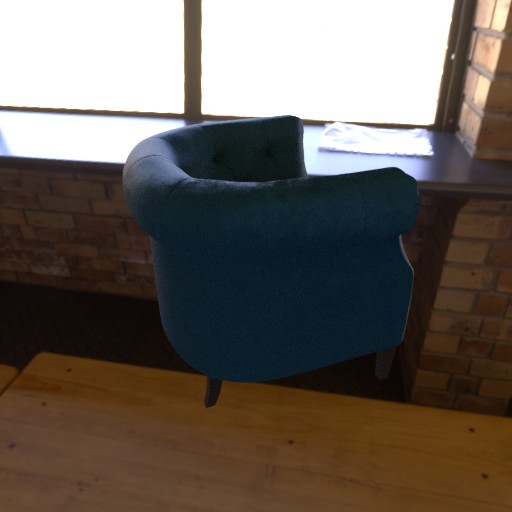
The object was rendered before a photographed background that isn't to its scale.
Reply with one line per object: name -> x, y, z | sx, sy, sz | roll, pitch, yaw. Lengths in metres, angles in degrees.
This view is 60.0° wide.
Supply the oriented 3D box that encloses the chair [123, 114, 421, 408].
chair -> 0.000, 0.000, 1.624 | 0.851, 0.826, 0.904 | -11, 32, -18
